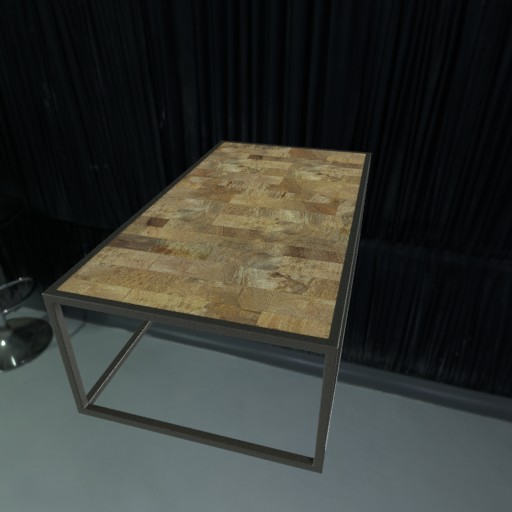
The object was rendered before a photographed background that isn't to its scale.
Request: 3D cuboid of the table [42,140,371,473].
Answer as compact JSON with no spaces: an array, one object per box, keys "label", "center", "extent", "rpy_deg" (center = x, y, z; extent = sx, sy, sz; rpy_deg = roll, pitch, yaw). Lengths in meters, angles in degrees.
[{"label":"table","center":[0.000,0.000,1.500],"extent":[0.649,0.398,1.199],"rpy_deg":[8,32,13]}]
